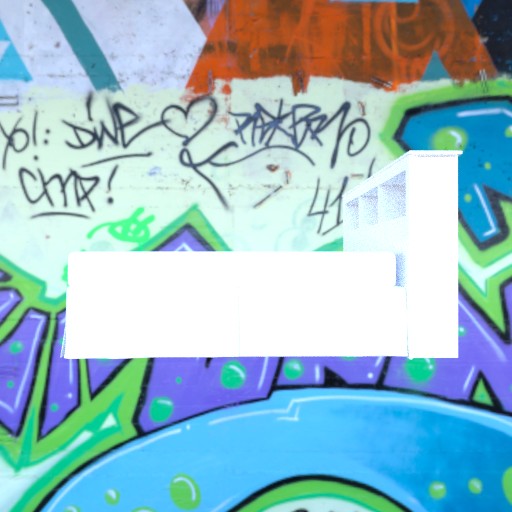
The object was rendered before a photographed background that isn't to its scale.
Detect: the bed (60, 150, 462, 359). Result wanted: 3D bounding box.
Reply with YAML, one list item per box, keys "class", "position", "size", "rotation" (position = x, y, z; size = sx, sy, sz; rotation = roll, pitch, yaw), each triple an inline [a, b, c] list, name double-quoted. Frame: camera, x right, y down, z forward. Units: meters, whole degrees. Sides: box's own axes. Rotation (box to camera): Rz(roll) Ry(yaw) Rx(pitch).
- class: "bed"
  position: [0.000, 0.000, 3.133]
  size: [2.133, 1.092, 1.671]
  rotation: [0, 0, -1]
